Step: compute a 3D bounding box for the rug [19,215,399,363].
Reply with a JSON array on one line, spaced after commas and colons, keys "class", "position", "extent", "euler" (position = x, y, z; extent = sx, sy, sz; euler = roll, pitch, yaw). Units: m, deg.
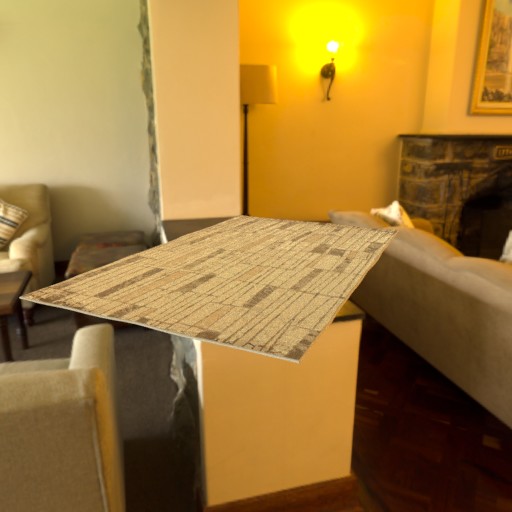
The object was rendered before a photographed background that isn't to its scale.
[{"class": "rug", "position": [0.000, 0.000, 3.010], "extent": [1.531, 0.023, 2.444], "euler": [8, 18, 24]}]
